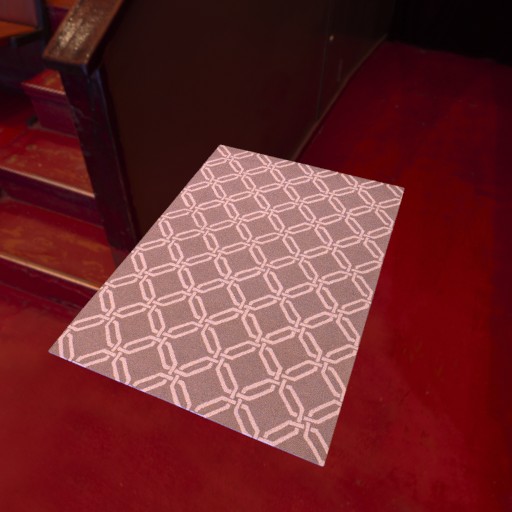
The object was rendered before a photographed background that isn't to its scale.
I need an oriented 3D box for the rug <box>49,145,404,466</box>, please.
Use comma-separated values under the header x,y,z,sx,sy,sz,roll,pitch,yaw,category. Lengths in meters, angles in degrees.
x,y,z,sx,sy,sz,roll,pitch,yaw,category
0.000,0.000,4.530,2.441,0.020,3.419,17,49,15,rug
